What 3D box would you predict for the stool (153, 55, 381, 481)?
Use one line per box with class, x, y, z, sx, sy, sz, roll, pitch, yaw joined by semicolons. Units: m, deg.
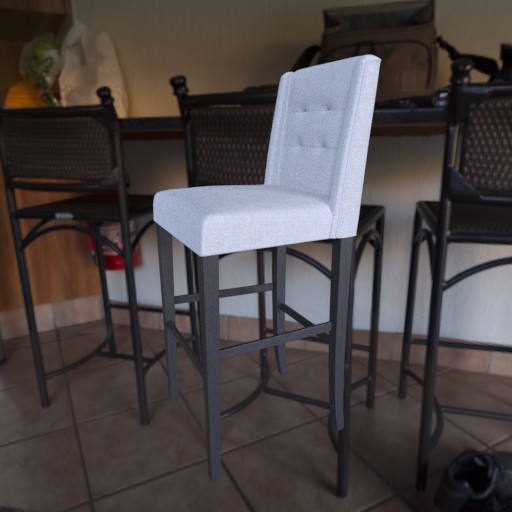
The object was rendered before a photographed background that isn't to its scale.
stool;0.000;0.000;1.354;0.509;1.116;0.474;-7;18;-24
